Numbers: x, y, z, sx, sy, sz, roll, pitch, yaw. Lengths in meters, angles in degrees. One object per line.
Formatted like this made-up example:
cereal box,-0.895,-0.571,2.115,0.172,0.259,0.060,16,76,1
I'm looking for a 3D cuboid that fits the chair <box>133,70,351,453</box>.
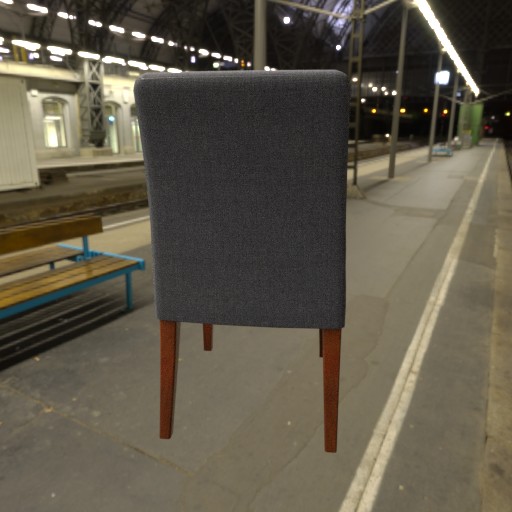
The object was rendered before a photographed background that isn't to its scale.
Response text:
chair,0.000,0.000,1.318,0.508,0.952,0.655,2,16,6
